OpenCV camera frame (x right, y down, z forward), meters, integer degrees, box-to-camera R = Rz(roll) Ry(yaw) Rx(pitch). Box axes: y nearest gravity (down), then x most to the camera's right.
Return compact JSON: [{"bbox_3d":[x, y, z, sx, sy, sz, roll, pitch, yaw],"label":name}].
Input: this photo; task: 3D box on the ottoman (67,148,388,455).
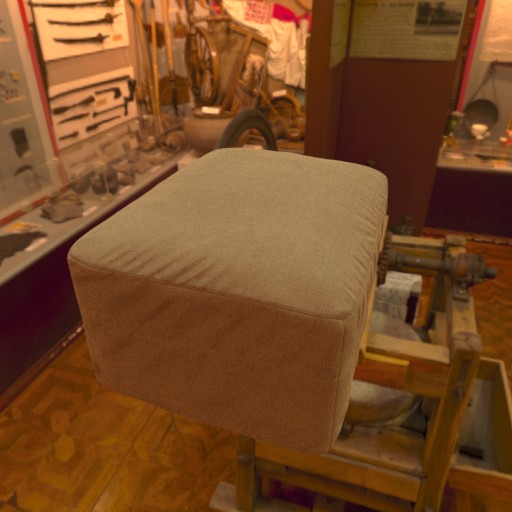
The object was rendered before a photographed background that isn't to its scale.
[{"bbox_3d":[0.000,0.000,1.297,0.683,0.481,0.837,10,32,17],"label":"ottoman"}]
